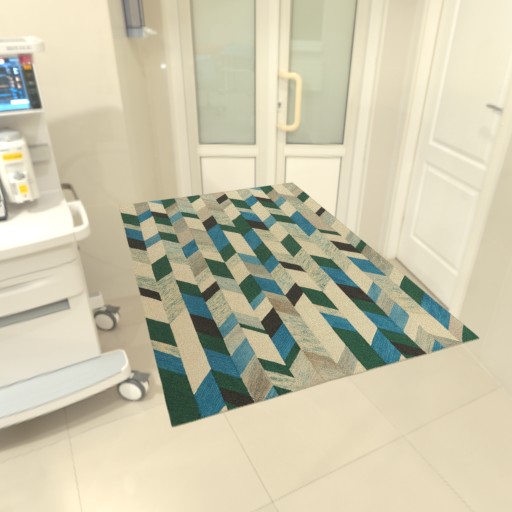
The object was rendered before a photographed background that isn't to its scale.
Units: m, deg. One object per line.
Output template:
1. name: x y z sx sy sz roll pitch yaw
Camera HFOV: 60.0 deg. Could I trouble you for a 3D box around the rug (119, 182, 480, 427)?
1. rug: 0.000 0.000 2.299 1.229 0.005 1.827 -10 32 -17
